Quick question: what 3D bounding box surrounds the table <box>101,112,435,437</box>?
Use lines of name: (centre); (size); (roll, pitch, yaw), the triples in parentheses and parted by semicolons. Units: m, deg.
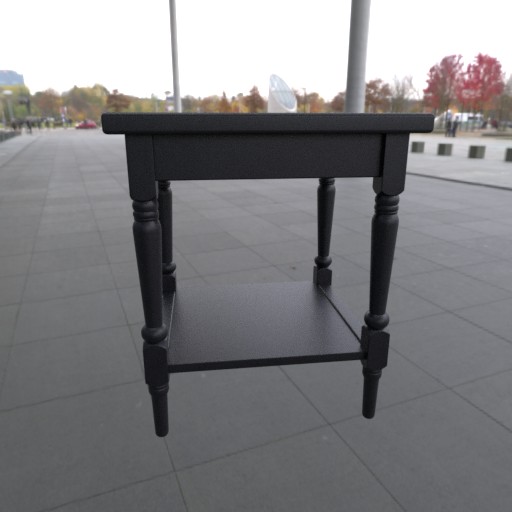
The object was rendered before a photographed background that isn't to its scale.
table: (0.000, 0.000, 0.929); (0.488, 0.565, 0.442); (-2, 17, -7)
